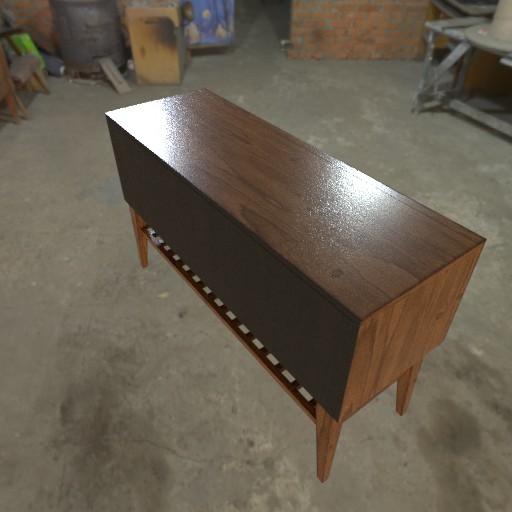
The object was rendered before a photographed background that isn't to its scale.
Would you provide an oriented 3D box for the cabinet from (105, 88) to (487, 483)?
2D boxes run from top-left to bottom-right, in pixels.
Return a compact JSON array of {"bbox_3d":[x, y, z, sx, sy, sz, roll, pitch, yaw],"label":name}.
[{"bbox_3d":[0.000,0.000,1.703,0.477,0.802,1.363,-26,46,-27],"label":"cabinet"}]
